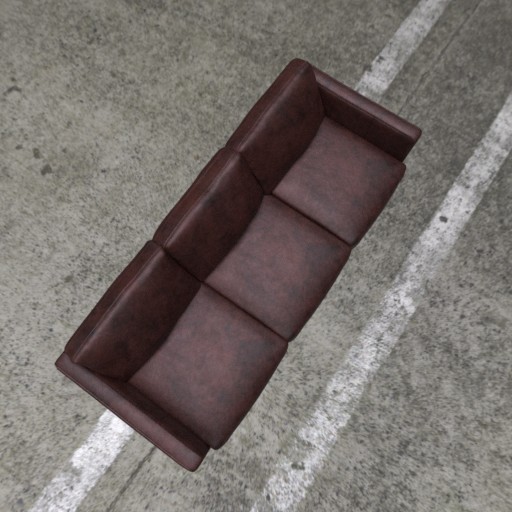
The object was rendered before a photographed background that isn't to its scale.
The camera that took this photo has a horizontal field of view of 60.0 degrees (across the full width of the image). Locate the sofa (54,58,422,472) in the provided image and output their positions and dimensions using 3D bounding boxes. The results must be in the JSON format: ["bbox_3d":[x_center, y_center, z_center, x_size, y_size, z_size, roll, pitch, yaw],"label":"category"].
[{"bbox_3d":[0.000,0.000,2.923,1.045,1.006,2.464,34,78,9],"label":"sofa"}]
